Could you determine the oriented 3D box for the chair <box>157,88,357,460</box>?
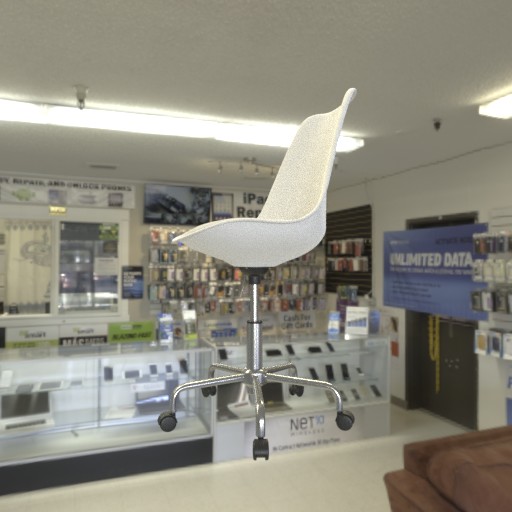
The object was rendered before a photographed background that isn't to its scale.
[{"bbox_3d":[0.000,0.000,1.269,0.550,0.930,0.550,0,0,-19],"label":"chair"}]
